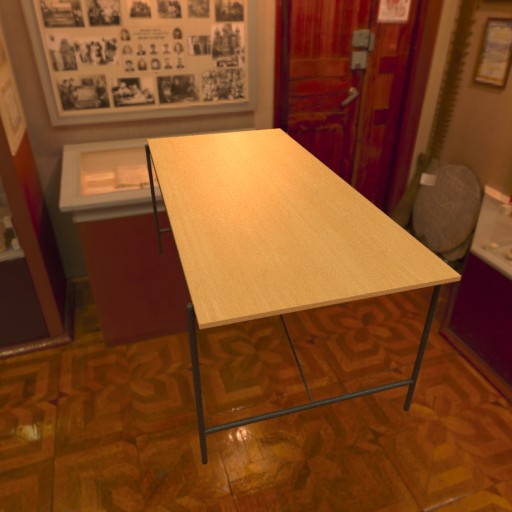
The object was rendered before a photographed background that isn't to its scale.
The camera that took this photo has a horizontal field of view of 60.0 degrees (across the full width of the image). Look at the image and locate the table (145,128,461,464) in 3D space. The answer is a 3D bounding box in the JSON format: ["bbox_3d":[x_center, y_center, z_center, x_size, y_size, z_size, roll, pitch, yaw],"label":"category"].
[{"bbox_3d":[0.000,0.000,2.261,0.900,0.758,1.800,-9,32,-14],"label":"table"}]
